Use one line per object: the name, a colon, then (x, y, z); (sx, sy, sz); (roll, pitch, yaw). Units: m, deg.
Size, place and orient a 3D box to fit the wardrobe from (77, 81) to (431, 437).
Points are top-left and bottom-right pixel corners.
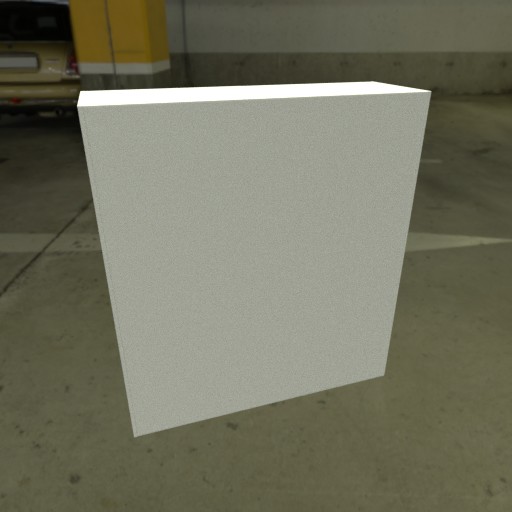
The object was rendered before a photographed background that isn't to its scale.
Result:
wardrobe: (0.000, 0.000, 2.884); (1.830, 2.020, 0.600); (-8, 28, -16)
